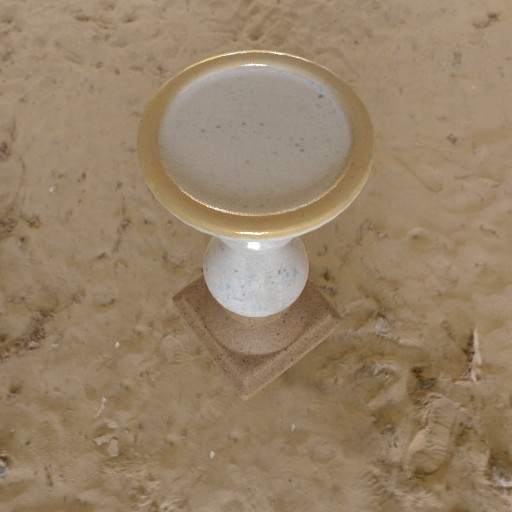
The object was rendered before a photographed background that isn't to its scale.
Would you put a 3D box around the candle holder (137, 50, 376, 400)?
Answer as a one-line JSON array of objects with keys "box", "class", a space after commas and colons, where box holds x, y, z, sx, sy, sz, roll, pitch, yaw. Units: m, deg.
[{"box": [0.000, 0.000, 0.294, 0.110, 0.239, 0.110, -35, 68, -16], "class": "candle holder"}]
